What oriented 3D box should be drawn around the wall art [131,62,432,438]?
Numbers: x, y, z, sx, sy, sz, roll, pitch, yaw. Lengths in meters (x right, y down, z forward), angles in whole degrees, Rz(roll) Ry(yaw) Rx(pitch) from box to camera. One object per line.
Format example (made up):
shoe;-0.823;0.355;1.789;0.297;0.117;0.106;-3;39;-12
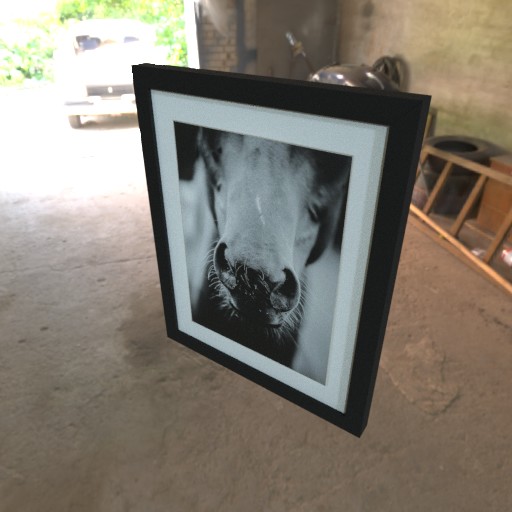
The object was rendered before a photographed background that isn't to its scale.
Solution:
wall art;0.000;0.000;0.534;0.329;0.404;0.024;20;36;29
